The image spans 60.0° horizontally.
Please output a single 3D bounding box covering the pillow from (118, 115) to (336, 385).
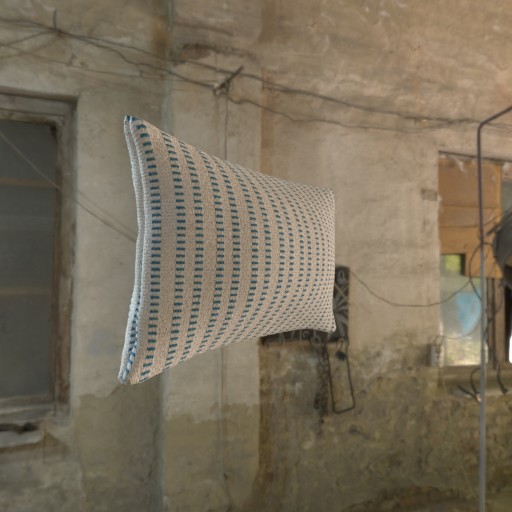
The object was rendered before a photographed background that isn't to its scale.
[{"bbox_3d":[0.000,0.000,0.835,0.210,0.353,0.640,-1,-2,34],"label":"pillow"}]
